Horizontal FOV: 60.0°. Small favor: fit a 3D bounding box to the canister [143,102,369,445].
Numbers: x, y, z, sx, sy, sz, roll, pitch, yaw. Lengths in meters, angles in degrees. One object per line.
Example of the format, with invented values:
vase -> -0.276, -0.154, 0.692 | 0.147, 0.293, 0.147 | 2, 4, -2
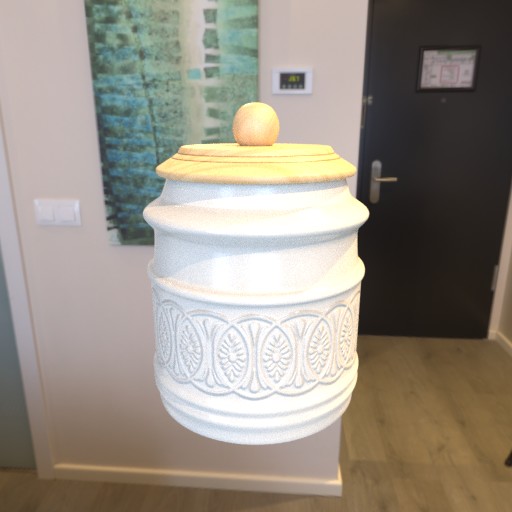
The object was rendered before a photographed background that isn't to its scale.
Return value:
canister -> 0.000, 0.000, 0.270 | 0.130, 0.176, 0.130 | 0, 16, 0
